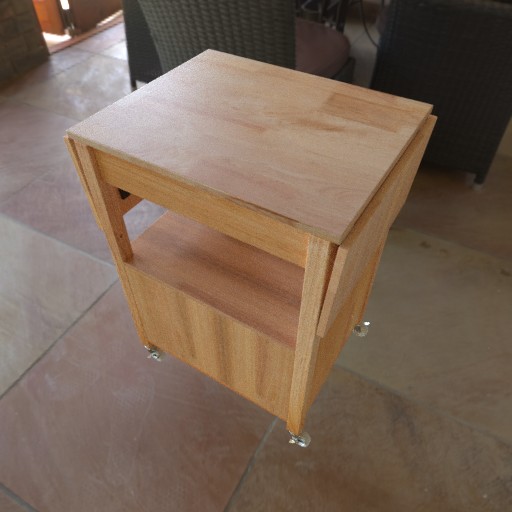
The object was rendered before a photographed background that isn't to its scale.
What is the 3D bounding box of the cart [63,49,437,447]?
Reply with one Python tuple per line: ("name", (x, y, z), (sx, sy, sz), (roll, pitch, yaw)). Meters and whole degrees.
("cart", (0.000, 0.000, 1.236), (0.640, 0.838, 0.508), (24, 50, 21))
